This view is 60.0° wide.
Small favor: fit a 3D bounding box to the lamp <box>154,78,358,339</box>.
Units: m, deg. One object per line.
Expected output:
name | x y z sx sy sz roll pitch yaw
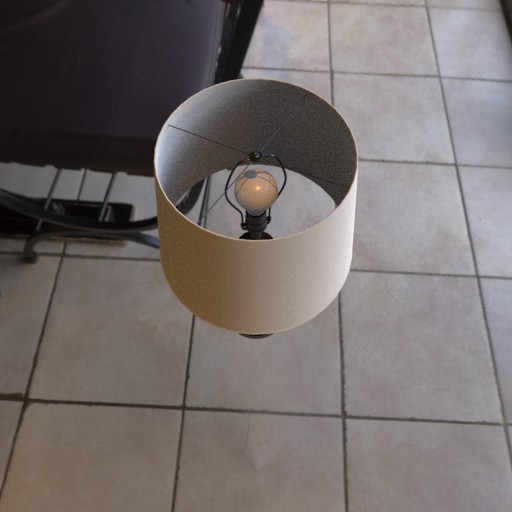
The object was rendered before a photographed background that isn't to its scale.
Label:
lamp | 0.000 0.000 0.817 0.331 0.594 0.331 0 64 0
